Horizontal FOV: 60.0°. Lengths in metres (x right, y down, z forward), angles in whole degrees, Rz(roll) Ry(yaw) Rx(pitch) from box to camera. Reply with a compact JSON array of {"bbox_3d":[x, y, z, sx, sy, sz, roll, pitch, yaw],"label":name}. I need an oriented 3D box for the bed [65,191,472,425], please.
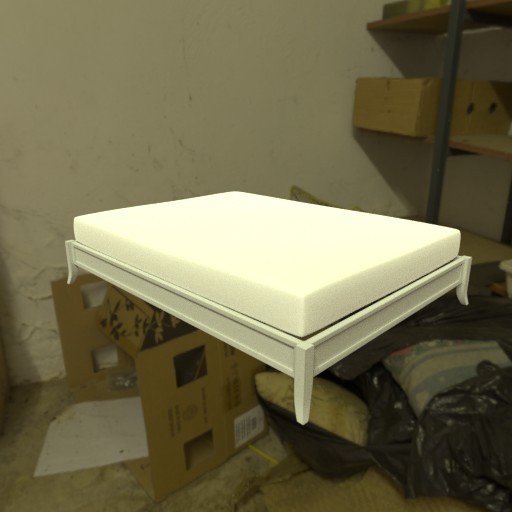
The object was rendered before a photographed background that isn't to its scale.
[{"bbox_3d":[0.000,0.000,2.833,1.604,0.510,2.108,-17,24,-42],"label":"bed"}]
